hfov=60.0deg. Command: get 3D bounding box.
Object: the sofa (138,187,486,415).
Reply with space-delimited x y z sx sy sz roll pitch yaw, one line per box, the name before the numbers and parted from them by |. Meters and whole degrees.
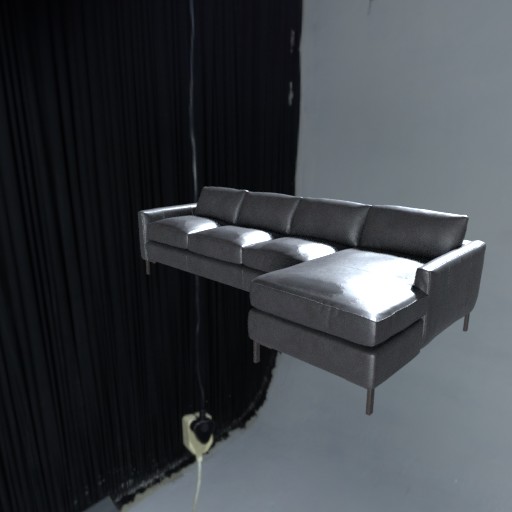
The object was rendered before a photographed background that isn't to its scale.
sofa | 0.000 0.000 3.569 2.993 0.859 1.471 14 20 42
